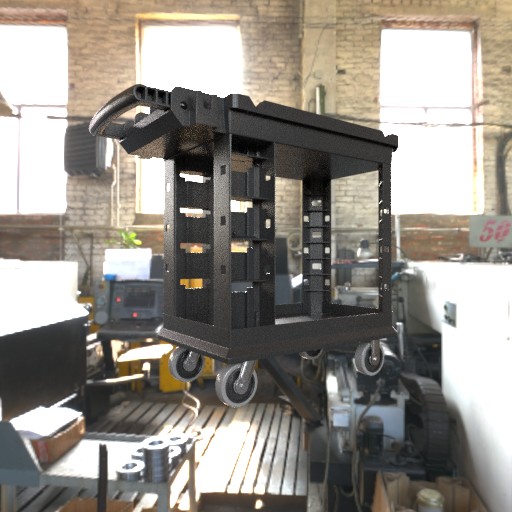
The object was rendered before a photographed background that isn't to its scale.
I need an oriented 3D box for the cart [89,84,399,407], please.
[{"bbox_3d":[0.000,0.000,1.546,1.061,0.884,0.497,0,0,-36],"label":"cart"}]
